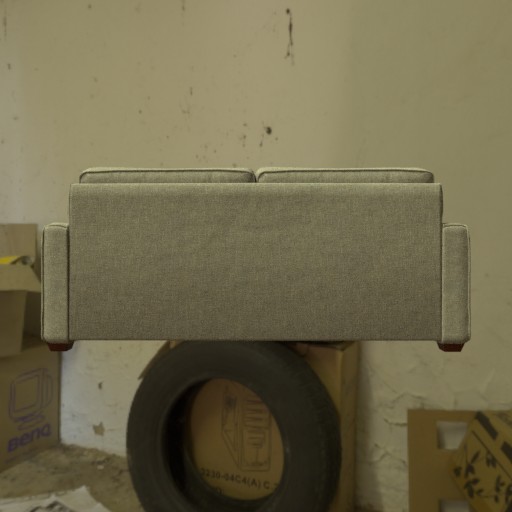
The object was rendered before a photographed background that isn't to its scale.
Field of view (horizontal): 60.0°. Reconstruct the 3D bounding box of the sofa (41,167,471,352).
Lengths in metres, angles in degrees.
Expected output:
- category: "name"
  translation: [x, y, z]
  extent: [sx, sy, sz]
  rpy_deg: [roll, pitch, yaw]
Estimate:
- category: "sofa"
  translation: [0.000, 0.000, 2.567]
  extent: [2.078, 0.918, 0.945]
  rpy_deg: [0, 1, 0]
